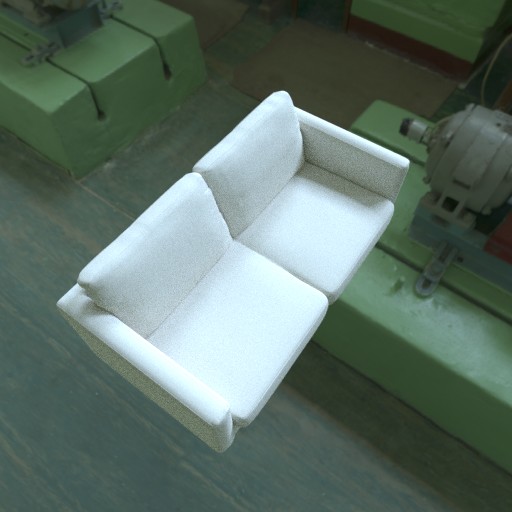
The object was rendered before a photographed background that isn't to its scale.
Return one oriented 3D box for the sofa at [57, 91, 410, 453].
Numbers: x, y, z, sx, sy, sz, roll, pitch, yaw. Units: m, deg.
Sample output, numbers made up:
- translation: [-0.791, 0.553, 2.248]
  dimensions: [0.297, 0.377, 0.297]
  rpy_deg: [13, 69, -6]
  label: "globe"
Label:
- translation: [0.000, 0.000, 2.348]
  dimensions: [0.940, 0.893, 1.713]
  rpy_deg: [31, 63, 18]
  label: "sofa"
